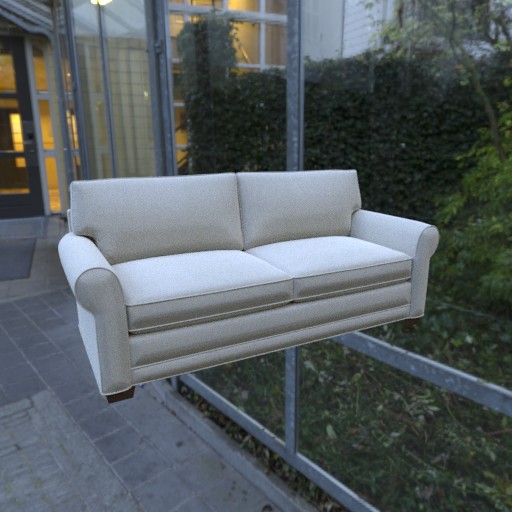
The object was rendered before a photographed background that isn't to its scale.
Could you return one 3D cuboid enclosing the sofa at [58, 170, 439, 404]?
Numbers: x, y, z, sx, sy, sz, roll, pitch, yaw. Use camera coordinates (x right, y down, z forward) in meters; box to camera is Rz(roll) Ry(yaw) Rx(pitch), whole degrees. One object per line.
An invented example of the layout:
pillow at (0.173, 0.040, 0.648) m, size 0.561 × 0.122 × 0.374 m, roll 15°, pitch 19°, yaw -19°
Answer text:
sofa at (0.000, 0.000, 2.686) m, size 2.146 × 0.962 × 0.901 m, roll -8°, pitch 17°, yaw -27°
